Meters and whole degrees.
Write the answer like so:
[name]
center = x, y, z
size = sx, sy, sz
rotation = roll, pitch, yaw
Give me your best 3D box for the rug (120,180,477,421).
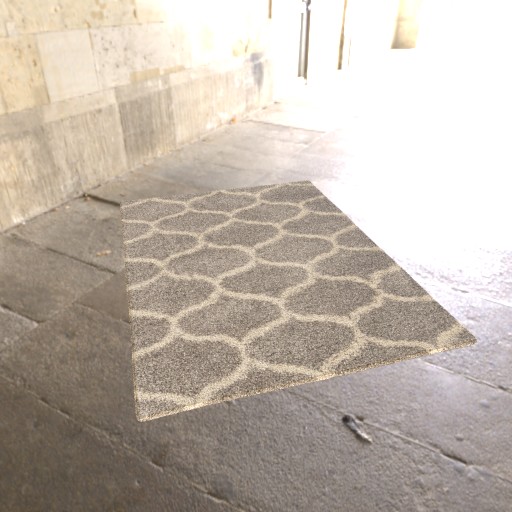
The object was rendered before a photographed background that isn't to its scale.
[rug]
center = 0.000, 0.000, 2.099
size = 1.200, 0.025, 1.600
rotation = -9, 32, -14
